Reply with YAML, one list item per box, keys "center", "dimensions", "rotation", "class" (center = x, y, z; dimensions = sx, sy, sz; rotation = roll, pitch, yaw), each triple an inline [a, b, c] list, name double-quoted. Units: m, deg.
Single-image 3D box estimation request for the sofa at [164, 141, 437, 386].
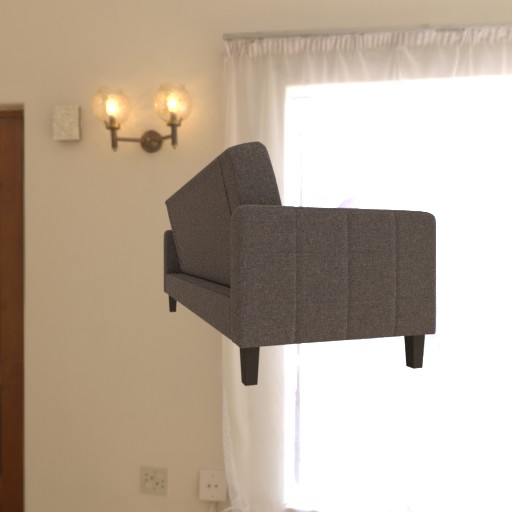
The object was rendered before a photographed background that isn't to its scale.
- center: [0.000, 0.000, 2.512]
  dimensions: [0.810, 0.850, 2.040]
  rotation: [0, 1, -19]
  class: "sofa"
